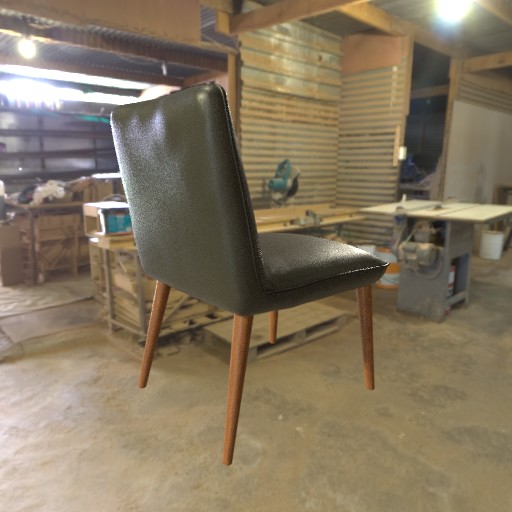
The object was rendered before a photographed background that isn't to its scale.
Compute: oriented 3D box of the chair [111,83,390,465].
[{"bbox_3d":[0.000,0.000,1.234,0.645,0.801,0.543,-11,16,-42],"label":"chair"}]
